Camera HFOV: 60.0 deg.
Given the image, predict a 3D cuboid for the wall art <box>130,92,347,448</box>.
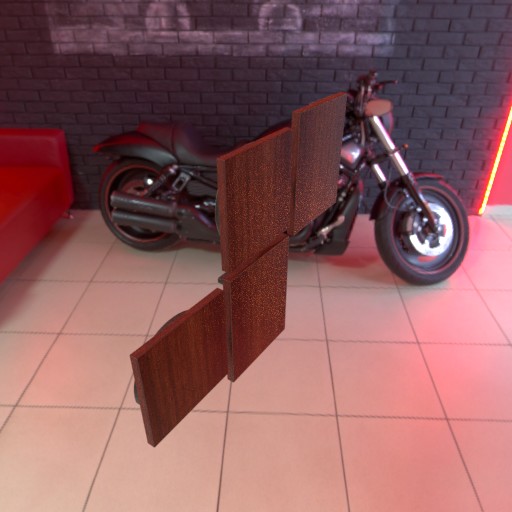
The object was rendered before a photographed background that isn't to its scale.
[{"bbox_3d":[0.000,0.000,0.854,0.030,0.497,0.635,20,37,29],"label":"wall art"}]
